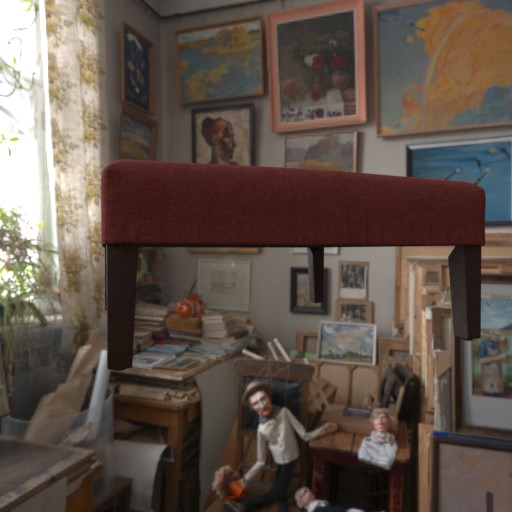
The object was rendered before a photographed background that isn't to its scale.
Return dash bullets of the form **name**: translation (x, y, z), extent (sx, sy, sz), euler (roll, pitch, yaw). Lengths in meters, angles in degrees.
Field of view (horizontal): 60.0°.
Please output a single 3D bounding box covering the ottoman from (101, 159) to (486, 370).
- **ottoman**: translation (0.000, 0.000, 1.352), extent (0.890, 0.411, 0.889), euler (0, 1, -19)
